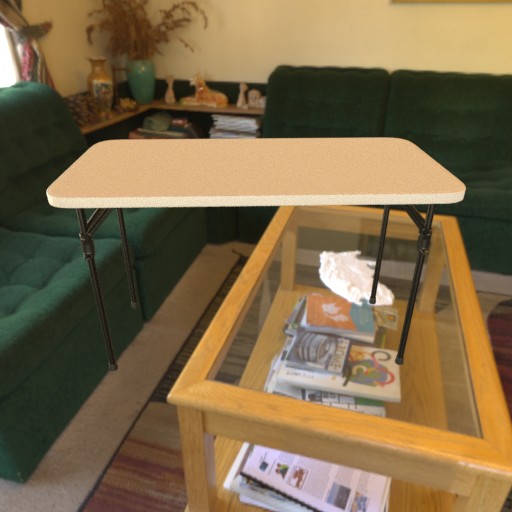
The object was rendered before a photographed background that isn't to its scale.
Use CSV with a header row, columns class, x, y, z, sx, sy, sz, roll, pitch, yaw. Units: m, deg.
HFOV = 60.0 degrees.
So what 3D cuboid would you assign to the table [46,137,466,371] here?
class,x,y,z,sx,sy,sz,roll,pitch,yaw
table,0.000,0.000,1.670,1.219,0.729,0.610,-1,29,-2
